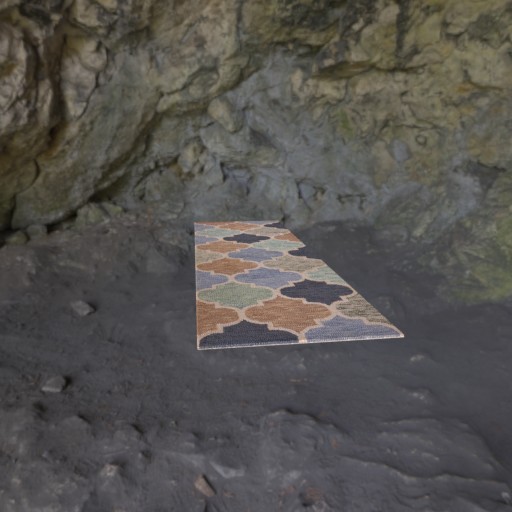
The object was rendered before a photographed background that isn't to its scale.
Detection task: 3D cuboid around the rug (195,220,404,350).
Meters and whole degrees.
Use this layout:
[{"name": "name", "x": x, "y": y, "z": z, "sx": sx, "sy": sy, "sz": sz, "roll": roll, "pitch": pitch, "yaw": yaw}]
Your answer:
[{"name": "rug", "x": 0.000, "y": 0.000, "z": 2.531, "sx": 0.687, "sy": 0.011, "sz": 2.287, "roll": -2, "pitch": 14, "yaw": -8}]
